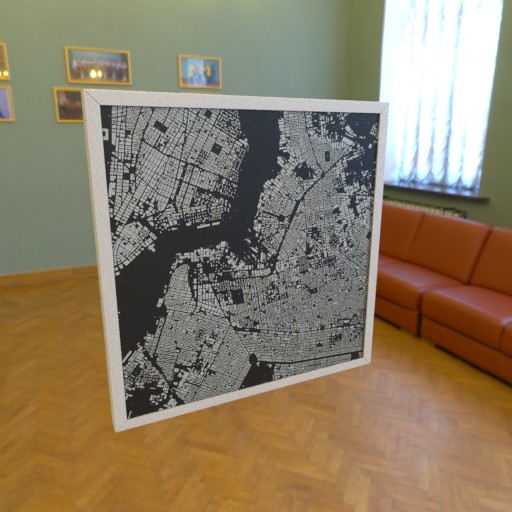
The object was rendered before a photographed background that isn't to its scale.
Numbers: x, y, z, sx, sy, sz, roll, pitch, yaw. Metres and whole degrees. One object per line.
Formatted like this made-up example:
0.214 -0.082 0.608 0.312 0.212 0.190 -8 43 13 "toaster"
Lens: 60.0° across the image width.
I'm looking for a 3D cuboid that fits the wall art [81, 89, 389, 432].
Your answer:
0.000 0.000 1.128 0.761 0.762 0.050 -7 17 -25 "wall art"
